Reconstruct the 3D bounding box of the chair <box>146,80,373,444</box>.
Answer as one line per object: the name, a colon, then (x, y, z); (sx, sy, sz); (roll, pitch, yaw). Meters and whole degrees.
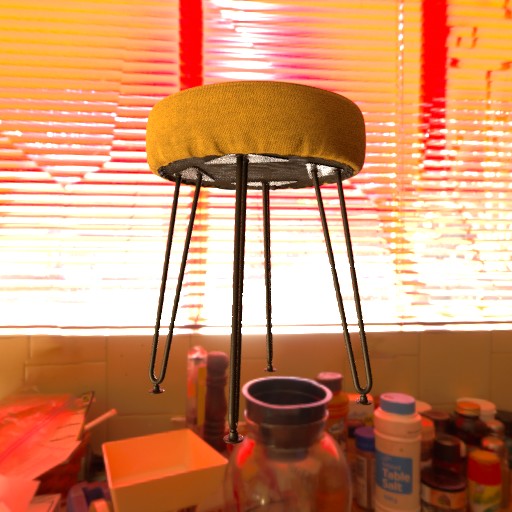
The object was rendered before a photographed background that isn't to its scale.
chair: (0.000, 0.000, 0.714); (0.345, 0.455, 0.345); (0, 0, -36)
